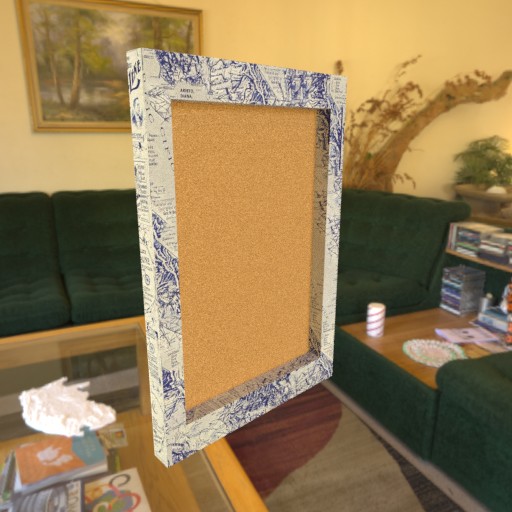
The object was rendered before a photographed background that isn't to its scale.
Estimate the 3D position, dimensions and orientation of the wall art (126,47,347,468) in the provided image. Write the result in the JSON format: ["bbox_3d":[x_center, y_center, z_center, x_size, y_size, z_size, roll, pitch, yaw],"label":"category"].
[{"bbox_3d":[0.000,0.000,0.756,0.408,0.601,0.040,-14,20,-41],"label":"wall art"}]
